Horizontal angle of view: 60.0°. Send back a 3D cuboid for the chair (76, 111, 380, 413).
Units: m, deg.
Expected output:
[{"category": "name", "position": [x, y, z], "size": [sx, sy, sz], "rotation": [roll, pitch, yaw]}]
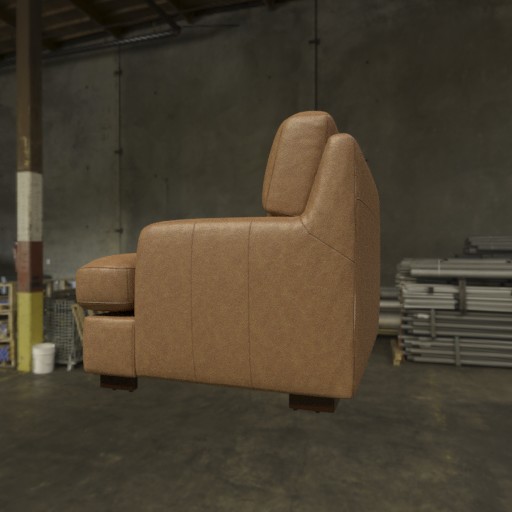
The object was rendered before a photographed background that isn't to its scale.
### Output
[{"category": "chair", "position": [0.000, 0.000, 2.021], "size": [1.050, 0.978, 1.276], "rotation": [0, 0, 18]}]
